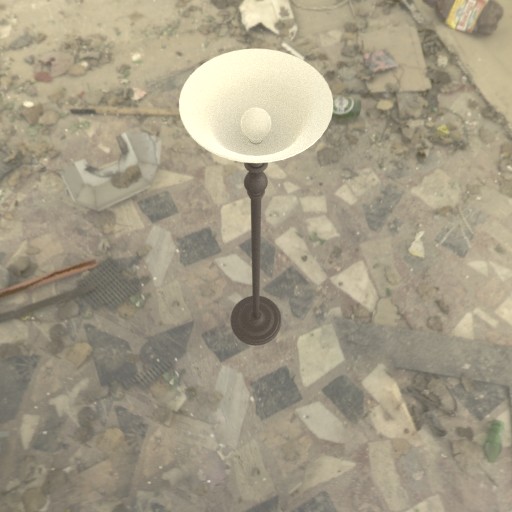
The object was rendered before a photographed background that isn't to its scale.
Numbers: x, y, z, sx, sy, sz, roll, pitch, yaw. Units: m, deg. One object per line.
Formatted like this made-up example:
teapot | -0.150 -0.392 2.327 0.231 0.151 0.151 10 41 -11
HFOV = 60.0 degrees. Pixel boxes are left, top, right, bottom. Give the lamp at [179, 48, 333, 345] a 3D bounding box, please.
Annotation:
lamp | 0.000 0.000 1.966 0.405 1.797 0.405 0 63 0
